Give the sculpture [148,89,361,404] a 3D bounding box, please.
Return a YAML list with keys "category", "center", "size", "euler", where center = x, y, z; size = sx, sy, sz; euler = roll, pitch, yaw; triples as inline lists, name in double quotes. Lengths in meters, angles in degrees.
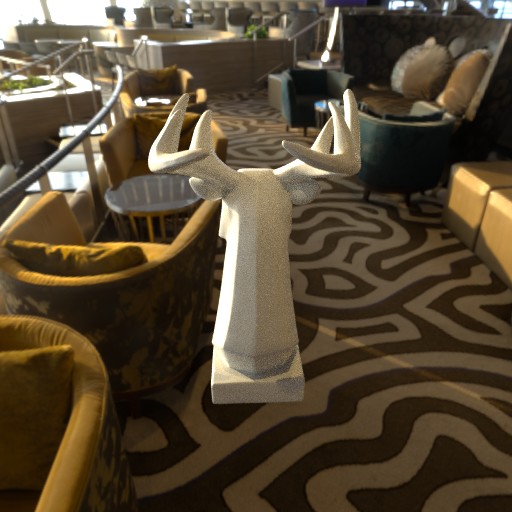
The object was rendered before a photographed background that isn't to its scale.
- category: "sculpture"
  center: [0.000, 0.000, 0.460]
  size: [0.174, 0.329, 0.224]
  euler: [-1, 30, -2]
